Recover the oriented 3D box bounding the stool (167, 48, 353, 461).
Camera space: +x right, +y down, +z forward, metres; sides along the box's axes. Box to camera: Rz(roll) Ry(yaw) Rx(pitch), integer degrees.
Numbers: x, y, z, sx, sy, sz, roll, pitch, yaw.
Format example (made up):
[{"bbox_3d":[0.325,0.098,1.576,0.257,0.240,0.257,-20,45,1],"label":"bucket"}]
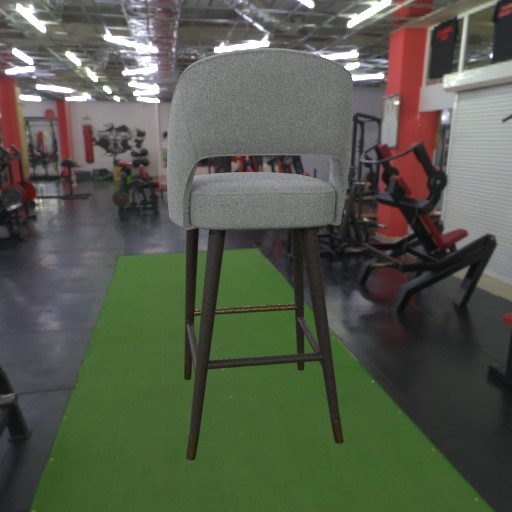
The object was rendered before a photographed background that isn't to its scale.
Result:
[{"bbox_3d":[0.000,0.000,1.306,0.494,1.037,0.509,-2,15,-9],"label":"stool"}]
